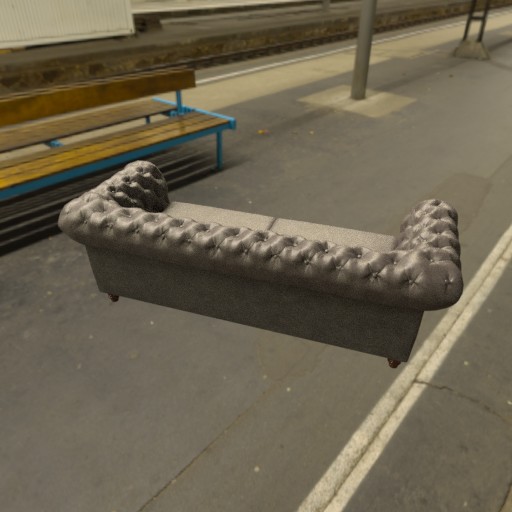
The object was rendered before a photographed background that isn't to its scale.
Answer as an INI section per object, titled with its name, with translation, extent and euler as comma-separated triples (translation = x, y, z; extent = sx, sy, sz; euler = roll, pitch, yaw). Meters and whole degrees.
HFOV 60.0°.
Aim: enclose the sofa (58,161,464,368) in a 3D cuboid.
[sofa]
translation = 0.000, 0.000, 2.902
extent = 2.385, 0.783, 0.944
euler = 11, 34, 16
